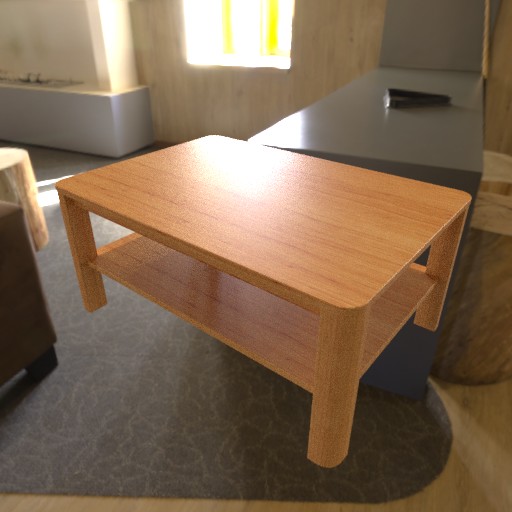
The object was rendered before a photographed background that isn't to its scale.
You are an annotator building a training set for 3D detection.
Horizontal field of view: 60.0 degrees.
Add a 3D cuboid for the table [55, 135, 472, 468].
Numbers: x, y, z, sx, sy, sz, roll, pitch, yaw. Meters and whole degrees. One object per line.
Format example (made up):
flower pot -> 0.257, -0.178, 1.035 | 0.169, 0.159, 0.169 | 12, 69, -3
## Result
table -> 0.000, 0.000, 1.370 | 0.997, 0.445, 0.696 | 22, 37, 33
